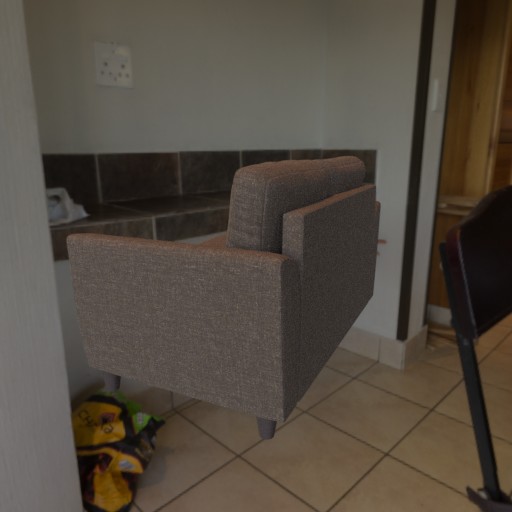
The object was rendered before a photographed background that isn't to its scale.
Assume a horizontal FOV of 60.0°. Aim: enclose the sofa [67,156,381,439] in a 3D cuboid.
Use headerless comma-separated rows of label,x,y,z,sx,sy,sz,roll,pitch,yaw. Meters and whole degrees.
sofa,0.000,0.000,2.044,0.851,0.885,1.423,7,16,25
